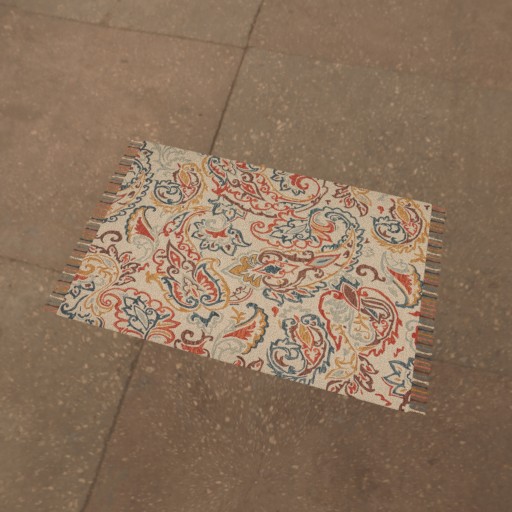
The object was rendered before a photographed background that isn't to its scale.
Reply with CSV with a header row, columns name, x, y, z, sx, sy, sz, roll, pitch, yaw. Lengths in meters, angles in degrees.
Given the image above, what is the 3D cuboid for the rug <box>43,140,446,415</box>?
name,x,y,z,sx,sy,sz,roll,pitch,yaw
rug,0.000,0.000,2.468,1.997,0.010,1.218,14,64,7
